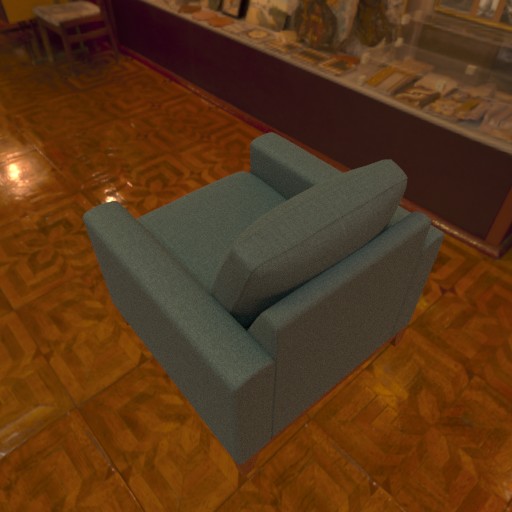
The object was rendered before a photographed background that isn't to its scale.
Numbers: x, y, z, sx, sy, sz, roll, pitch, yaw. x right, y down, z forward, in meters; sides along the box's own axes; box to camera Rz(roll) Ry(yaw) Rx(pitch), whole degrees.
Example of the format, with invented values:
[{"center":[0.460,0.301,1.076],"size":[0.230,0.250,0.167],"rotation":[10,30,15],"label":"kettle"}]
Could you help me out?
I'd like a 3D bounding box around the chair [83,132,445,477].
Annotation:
[{"center":[0.000,0.000,1.865],"size":[1.024,1.010,1.038],"rotation":[-30,52,-27],"label":"chair"}]
